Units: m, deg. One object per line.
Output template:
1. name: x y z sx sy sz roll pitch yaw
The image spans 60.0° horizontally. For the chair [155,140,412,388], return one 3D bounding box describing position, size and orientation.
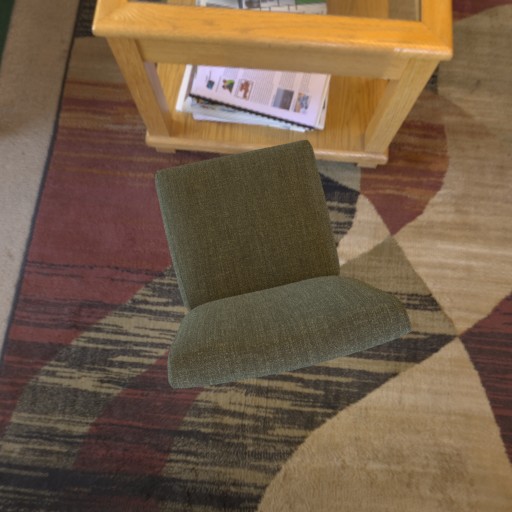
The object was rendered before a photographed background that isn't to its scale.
1. chair: 0.000 0.000 1.255 0.487 0.884 0.629 -13 77 -3
